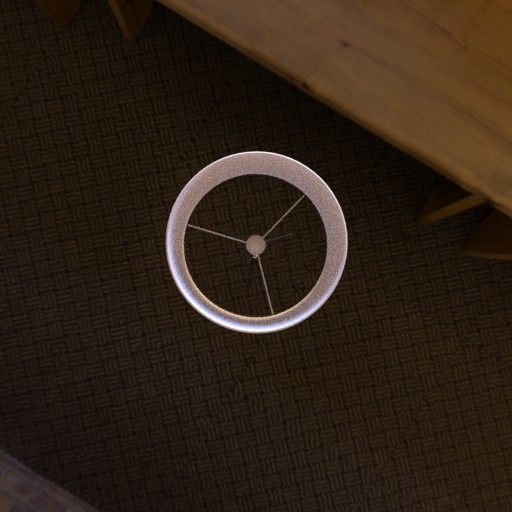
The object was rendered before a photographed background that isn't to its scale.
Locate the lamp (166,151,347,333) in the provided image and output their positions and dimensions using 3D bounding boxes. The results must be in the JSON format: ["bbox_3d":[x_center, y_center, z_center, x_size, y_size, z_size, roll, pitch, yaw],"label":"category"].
[{"bbox_3d":[0.000,0.000,1.765,0.448,1.545,0.458,0,89,-1],"label":"lamp"}]
